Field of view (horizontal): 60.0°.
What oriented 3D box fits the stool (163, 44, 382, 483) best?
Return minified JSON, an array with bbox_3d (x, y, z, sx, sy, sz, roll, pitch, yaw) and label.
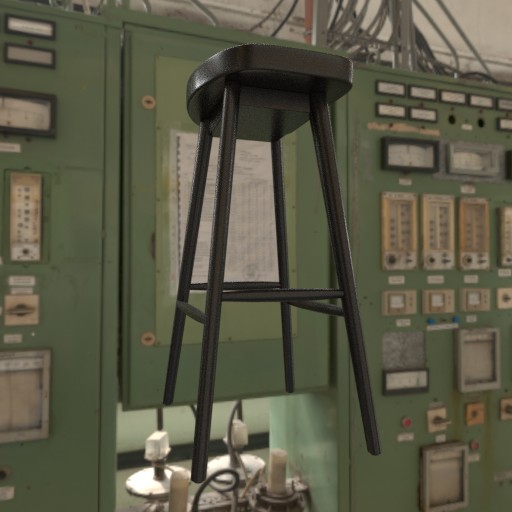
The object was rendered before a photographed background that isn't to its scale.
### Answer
[{"bbox_3d":[0.000,0.000,0.984,0.361,0.749,0.440,0,-1,-18],"label":"stool"}]
